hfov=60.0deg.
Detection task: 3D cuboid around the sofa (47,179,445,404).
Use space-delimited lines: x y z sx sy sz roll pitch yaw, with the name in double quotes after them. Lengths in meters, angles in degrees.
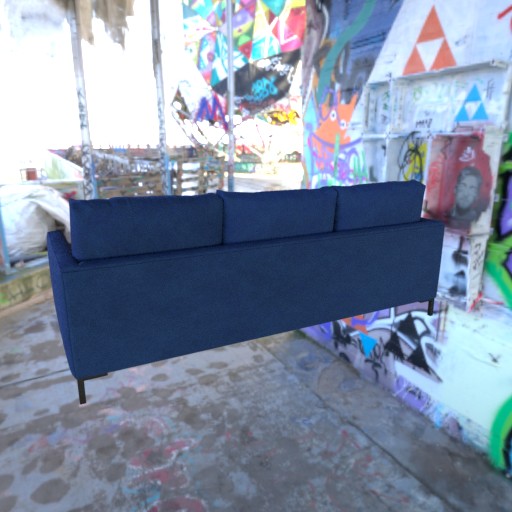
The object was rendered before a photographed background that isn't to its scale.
0.000 0.000 2.676 2.252 0.879 0.875 -8 17 -27 "sofa"
